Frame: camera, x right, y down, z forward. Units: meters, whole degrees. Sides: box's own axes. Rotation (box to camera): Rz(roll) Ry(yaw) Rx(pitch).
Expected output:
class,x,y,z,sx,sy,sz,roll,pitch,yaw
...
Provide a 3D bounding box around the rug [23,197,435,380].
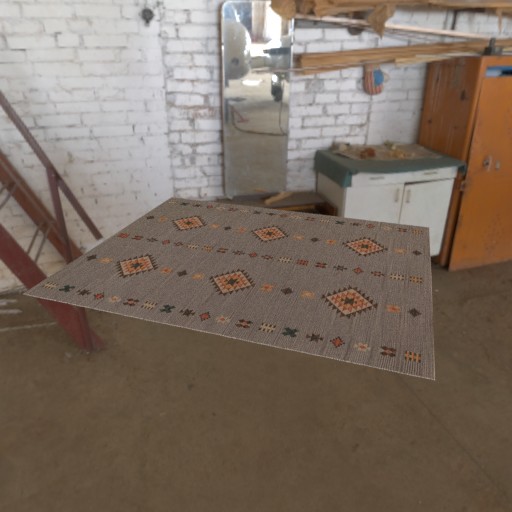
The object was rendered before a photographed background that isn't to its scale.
class,x,y,z,sx,sy,sz,roll,pitch,yaw
rug,0.000,0.000,4.067,3.035,0.008,2.425,9,28,17
